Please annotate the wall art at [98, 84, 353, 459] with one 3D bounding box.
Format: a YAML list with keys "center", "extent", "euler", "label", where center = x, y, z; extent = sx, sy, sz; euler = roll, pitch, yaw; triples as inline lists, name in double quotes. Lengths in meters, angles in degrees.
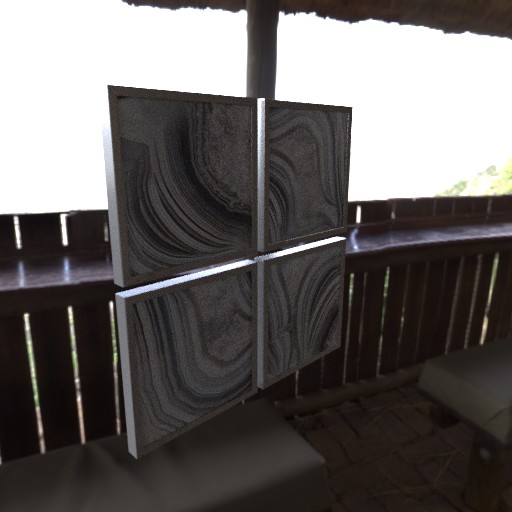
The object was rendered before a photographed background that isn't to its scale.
- center: [0.000, 0.000, 0.910]
  extent: [0.611, 0.611, 0.029]
  euler: [-14, 20, -43]
  label: "wall art"
